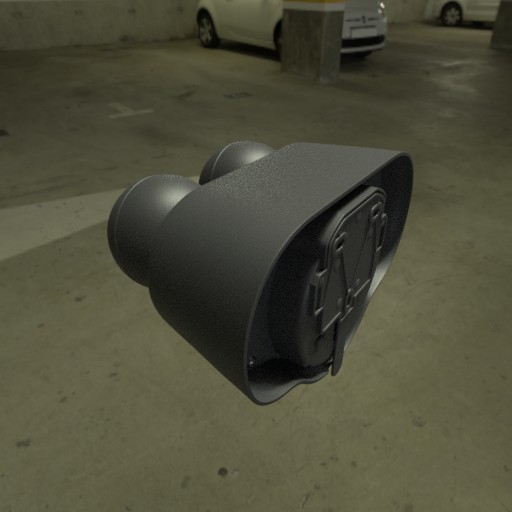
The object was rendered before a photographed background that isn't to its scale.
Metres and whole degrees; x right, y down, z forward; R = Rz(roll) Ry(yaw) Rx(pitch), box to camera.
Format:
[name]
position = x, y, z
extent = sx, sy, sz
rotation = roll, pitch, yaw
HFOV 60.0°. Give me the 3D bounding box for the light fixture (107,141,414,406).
[light fixture]
position = 0.000, 0.000, 0.341
extent = 0.159, 0.159, 0.229
rotation = 21, 38, 30
